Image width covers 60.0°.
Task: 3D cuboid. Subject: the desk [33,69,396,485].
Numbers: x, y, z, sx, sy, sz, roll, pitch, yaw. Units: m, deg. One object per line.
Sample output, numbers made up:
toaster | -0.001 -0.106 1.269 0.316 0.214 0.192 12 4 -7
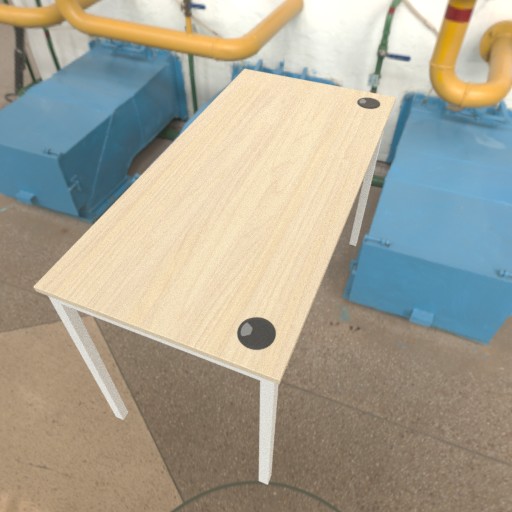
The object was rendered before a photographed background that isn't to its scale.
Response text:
desk | 0.000 0.000 1.580 0.600 0.750 1.200 17 50 15
